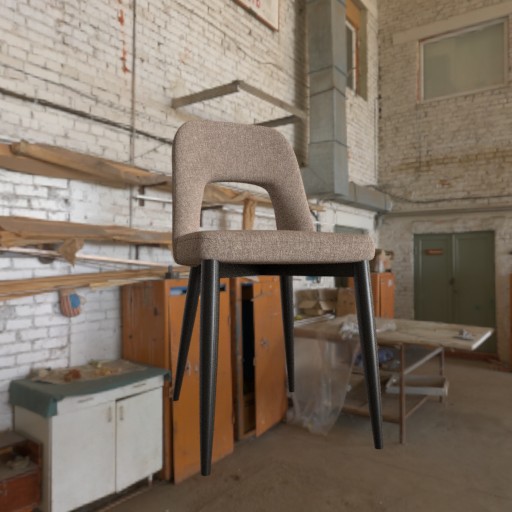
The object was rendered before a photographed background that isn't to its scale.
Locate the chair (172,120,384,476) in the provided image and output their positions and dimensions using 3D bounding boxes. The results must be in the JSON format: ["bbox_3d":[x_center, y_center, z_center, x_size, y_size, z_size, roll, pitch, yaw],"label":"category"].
[{"bbox_3d":[0.000,0.000,1.268,0.470,0.931,0.612,0,-1,-18],"label":"chair"}]
